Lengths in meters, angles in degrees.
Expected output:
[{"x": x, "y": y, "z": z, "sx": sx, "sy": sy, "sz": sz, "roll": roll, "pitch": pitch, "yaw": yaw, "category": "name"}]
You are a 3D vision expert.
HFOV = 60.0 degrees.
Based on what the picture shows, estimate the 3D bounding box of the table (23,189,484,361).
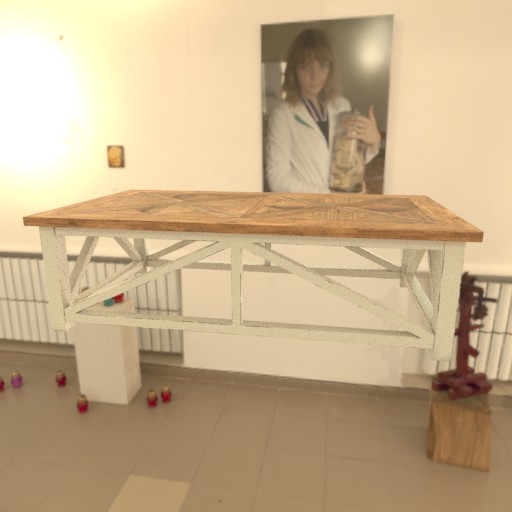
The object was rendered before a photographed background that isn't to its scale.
[{"x": 0.000, "y": 0.000, "z": 1.757, "sx": 1.400, "sy": 0.410, "sz": 0.800, "roll": 3, "pitch": 15, "yaw": 9, "category": "table"}]
